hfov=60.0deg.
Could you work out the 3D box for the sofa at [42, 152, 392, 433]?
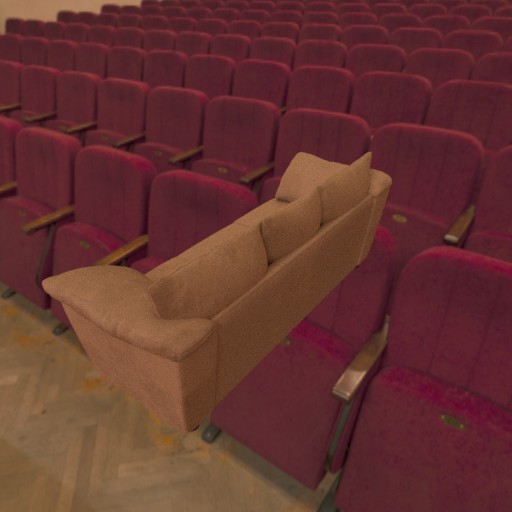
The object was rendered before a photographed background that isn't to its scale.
[{"bbox_3d":[0.000,0.000,2.874,0.893,0.981,2.377,22,38,30],"label":"sofa"}]
